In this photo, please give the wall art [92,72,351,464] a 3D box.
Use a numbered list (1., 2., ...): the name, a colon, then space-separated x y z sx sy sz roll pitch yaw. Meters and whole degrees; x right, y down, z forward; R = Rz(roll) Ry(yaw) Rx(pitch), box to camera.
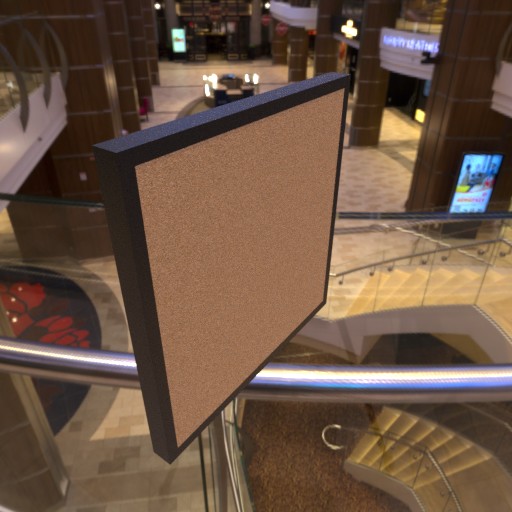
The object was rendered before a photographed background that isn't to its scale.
1. wall art: 0.000 0.000 0.747 0.038 0.508 0.508 21 38 30
